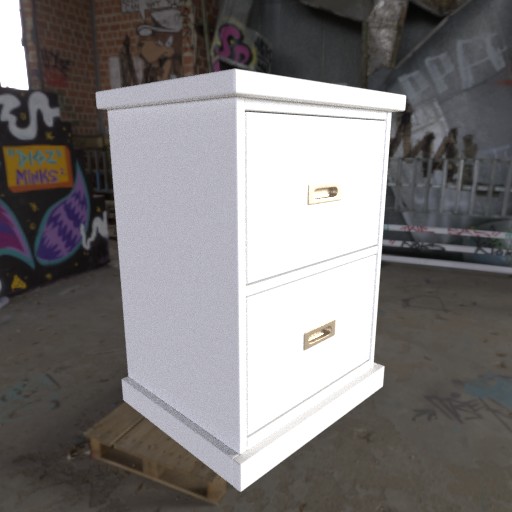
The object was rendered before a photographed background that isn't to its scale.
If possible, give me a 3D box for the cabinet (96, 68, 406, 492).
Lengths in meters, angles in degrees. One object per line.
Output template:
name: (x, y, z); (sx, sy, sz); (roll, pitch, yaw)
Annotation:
cabinet: (0.000, 0.000, 1.045); (0.431, 0.723, 0.520); (14, 20, 43)
